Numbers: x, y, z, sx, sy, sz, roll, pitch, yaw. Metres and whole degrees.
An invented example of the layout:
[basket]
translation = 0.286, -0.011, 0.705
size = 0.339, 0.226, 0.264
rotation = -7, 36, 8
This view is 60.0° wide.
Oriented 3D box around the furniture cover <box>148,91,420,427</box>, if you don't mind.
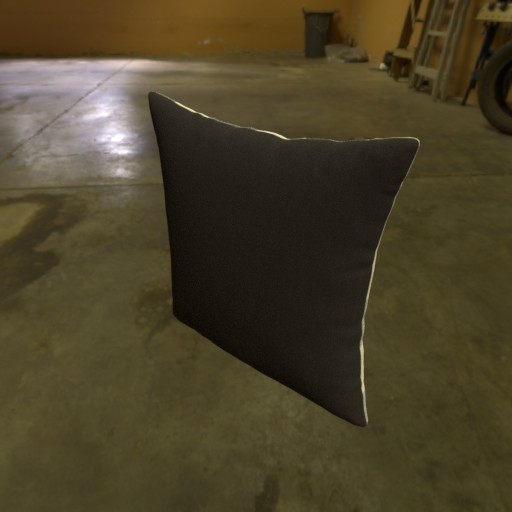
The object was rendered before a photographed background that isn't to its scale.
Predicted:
[furniture cover]
translation = 0.000, 0.000, 0.796
size = 0.511, 0.509, 0.161
rotation = 23, 37, 34
